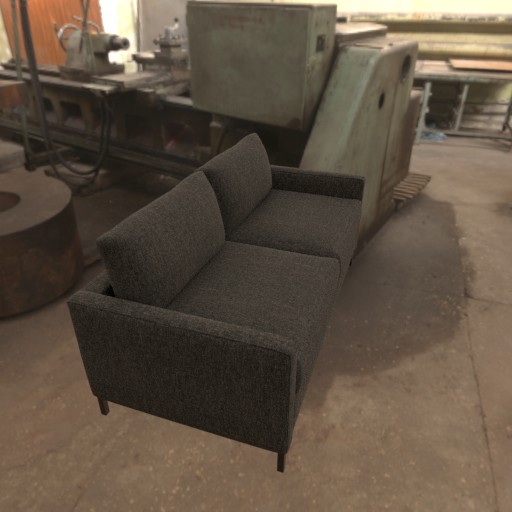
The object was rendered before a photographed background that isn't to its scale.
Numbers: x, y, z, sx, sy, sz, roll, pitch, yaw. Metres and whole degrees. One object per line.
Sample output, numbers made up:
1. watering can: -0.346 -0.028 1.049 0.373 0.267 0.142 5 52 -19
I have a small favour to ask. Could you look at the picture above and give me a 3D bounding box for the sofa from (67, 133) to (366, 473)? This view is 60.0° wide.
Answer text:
1. sofa: 0.000 0.000 2.247 0.866 0.862 1.716 10 31 17
